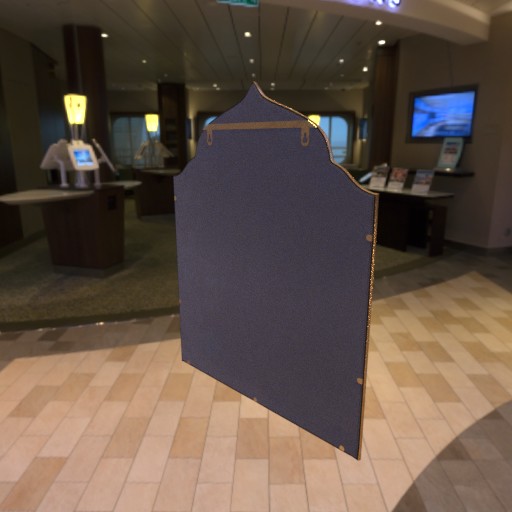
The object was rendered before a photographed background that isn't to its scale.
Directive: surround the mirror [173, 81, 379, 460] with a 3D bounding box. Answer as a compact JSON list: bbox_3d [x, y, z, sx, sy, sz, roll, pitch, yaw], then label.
[{"bbox_3d":[0.000,0.000,0.863,0.513,0.635,0.018,14,20,43],"label":"mirror"}]
